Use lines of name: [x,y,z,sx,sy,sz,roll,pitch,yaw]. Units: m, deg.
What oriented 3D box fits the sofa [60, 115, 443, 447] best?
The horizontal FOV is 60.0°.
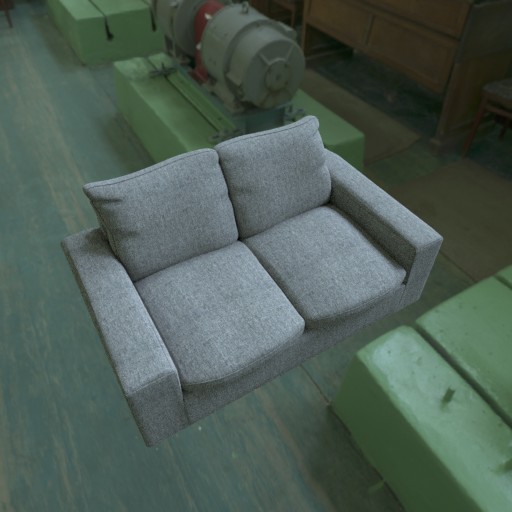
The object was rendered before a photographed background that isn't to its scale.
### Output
sofa: [0.000,0.000,2.385,1.758,0.877,1.094,-23,50,-21]
